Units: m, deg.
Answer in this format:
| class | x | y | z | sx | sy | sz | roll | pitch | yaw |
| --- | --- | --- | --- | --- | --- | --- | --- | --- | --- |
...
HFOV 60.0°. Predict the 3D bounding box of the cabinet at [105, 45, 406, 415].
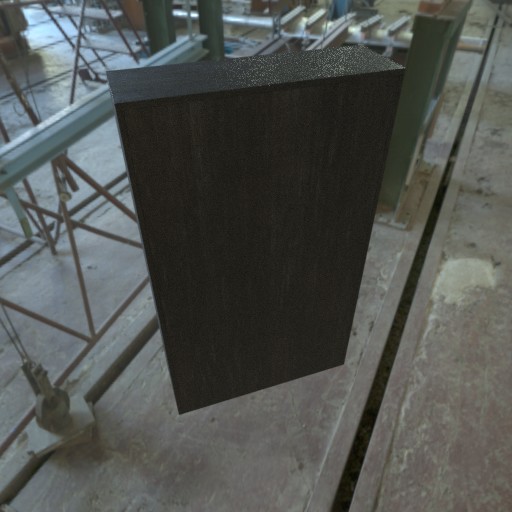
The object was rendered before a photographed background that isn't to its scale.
| class | x | y | z | sx | sy | sz | roll | pitch | yaw |
| --- | --- | --- | --- | --- | --- | --- | --- | --- | --- |
| cabinet | 0.000 | 0.000 | 1.573 | 0.750 | 1.280 | 0.250 | -13 | 42 | -15 |
